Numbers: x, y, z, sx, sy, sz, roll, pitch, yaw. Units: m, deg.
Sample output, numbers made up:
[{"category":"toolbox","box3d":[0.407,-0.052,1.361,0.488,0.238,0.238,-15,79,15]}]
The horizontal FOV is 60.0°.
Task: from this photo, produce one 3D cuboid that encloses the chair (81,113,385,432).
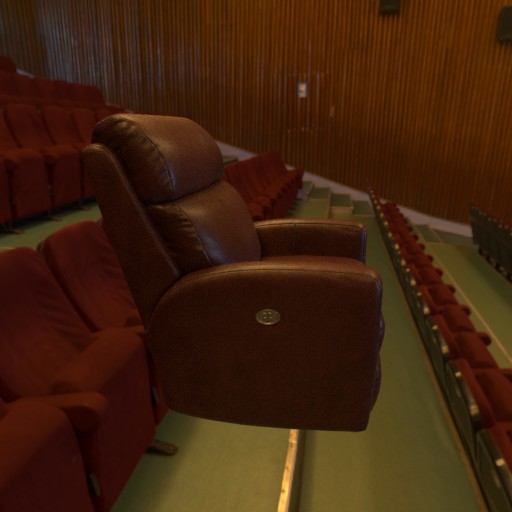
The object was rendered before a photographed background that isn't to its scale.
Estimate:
[{"category":"chair","box3d":[0.000,0.000,1.674,0.939,1.016,0.787,3,16,9]}]
